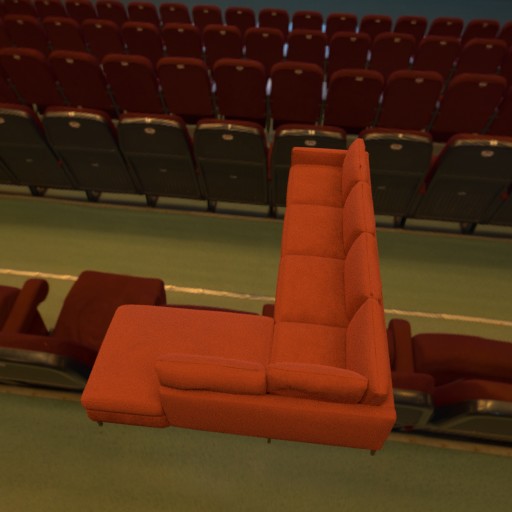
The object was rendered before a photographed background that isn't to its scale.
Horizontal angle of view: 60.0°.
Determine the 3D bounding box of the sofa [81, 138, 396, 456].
[{"bbox_3d":[0.000,0.000,3.559,1.879,0.757,2.736,5,46,5],"label":"sofa"}]
